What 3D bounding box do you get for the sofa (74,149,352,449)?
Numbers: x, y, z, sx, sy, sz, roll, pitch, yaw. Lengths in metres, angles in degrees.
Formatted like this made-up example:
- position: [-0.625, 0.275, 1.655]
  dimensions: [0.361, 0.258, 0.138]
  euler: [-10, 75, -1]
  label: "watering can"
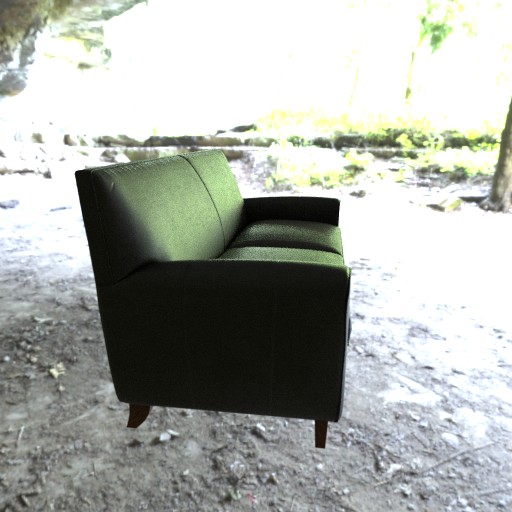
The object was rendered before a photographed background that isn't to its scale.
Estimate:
- position: [0.000, 0.000, 1.967]
  dimensions: [0.787, 0.871, 1.473]
  euler: [2, 16, 9]
  label: "sofa"
